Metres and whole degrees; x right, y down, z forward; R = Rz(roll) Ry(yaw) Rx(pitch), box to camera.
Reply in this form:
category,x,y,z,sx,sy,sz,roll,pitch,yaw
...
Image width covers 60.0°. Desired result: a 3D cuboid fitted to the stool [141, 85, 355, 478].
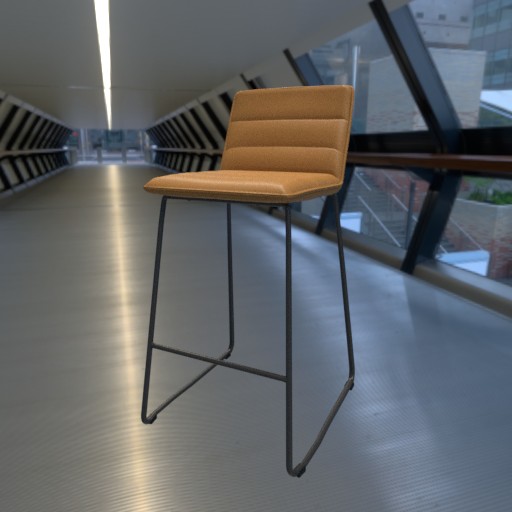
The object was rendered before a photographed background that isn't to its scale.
category,x,y,z,sx,sy,sz,roll,pitch,yaw
stool,0.000,0.000,1.244,0.489,0.936,0.524,7,16,26
